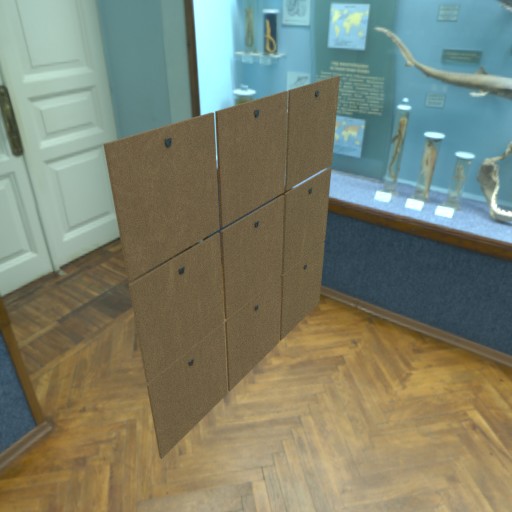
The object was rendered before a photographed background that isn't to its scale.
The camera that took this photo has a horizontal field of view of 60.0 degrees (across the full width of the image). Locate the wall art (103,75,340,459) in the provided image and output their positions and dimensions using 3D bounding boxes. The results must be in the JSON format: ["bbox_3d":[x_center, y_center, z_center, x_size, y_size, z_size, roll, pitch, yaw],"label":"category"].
[{"bbox_3d":[0.000,0.000,2.250,0.023,1.522,1.526,21,37,30],"label":"wall art"}]
